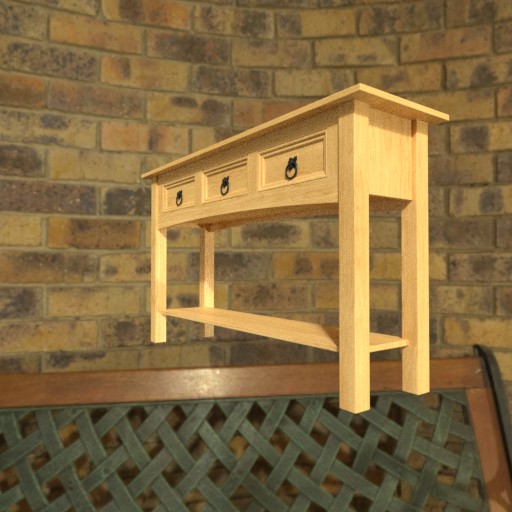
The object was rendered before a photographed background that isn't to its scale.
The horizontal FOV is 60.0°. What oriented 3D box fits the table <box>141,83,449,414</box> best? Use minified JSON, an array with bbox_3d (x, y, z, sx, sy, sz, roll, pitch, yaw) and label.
[{"bbox_3d":[0.000,0.000,1.553,0.350,0.730,1.240,1,-1,-36],"label":"table"}]
